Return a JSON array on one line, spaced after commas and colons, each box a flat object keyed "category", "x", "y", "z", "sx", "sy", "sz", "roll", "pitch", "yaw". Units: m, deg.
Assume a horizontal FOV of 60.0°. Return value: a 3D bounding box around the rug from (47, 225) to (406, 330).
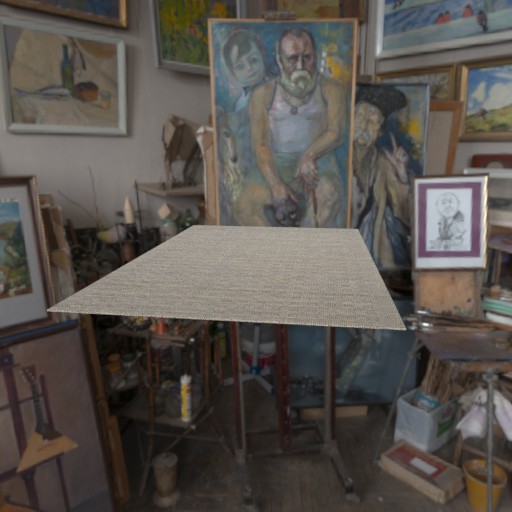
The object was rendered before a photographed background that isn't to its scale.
[{"category": "rug", "x": 0.000, "y": 0.000, "z": 2.227, "sx": 1.142, "sy": 0.006, "sz": 1.752, "roll": 2, "pitch": 13, "yaw": 8}]
